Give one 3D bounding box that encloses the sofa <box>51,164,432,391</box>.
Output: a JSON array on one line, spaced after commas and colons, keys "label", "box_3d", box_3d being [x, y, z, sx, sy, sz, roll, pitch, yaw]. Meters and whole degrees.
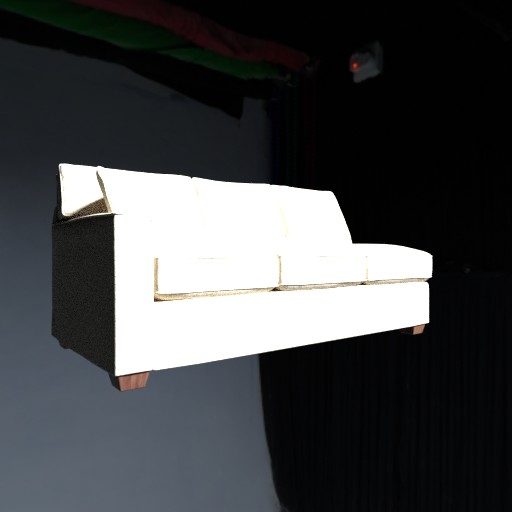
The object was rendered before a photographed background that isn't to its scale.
[{"label": "sofa", "box_3d": [0.000, 0.000, 2.509, 1.962, 0.946, 1.034, -1, 1, -37]}]
